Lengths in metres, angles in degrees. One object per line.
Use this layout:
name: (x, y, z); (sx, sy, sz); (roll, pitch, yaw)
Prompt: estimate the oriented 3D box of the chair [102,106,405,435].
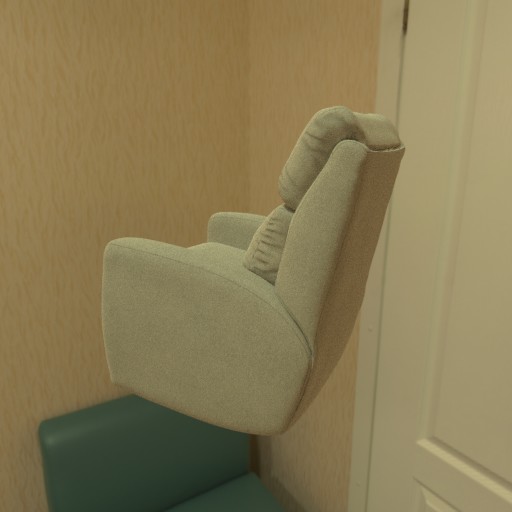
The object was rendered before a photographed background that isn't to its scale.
chair: (0.000, 0.000, 1.658); (0.940, 1.021, 0.794); (7, 17, 25)
